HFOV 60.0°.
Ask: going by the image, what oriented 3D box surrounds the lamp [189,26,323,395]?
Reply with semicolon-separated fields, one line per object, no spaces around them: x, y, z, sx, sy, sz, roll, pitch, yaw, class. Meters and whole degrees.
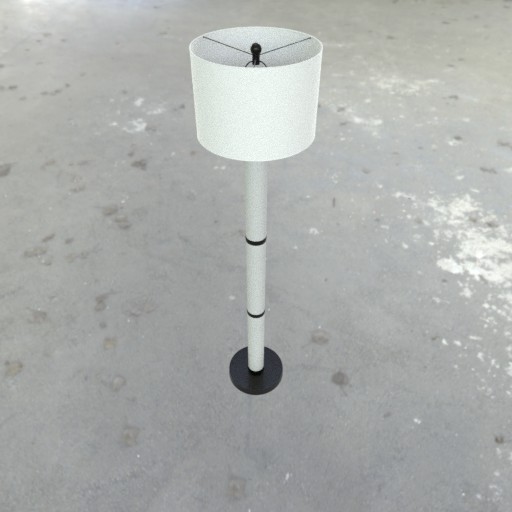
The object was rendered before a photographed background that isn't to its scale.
0.000;0.000;1.774;0.377;1.599;0.377;1;42;1;lamp
